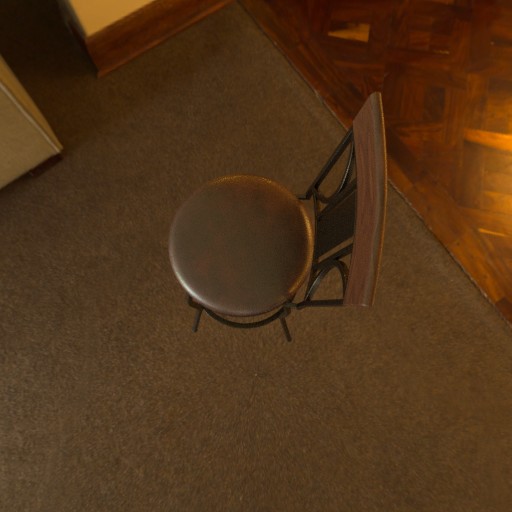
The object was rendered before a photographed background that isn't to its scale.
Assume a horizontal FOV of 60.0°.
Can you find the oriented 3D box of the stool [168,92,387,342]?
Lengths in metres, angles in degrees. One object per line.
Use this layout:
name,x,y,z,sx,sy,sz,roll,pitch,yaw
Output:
stool,0.000,0.000,1.406,0.513,1.130,0.448,6,75,2
